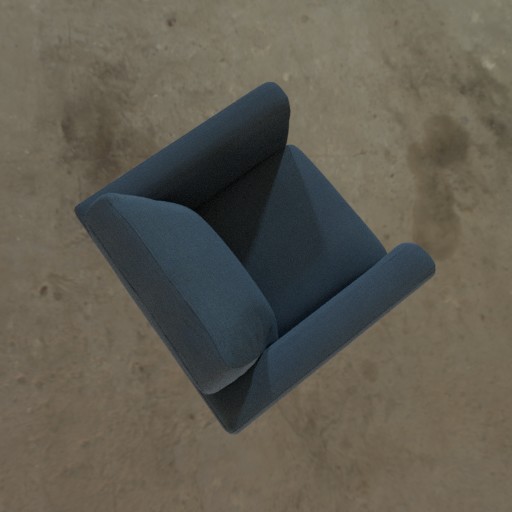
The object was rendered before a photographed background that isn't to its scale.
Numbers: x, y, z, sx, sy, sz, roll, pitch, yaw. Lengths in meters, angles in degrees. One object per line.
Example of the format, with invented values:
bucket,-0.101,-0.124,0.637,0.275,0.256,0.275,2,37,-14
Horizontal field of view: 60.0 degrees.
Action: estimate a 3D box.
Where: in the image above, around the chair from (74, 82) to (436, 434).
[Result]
chair,0.000,0.000,1.584,0.820,0.922,0.855,-36,78,-9
